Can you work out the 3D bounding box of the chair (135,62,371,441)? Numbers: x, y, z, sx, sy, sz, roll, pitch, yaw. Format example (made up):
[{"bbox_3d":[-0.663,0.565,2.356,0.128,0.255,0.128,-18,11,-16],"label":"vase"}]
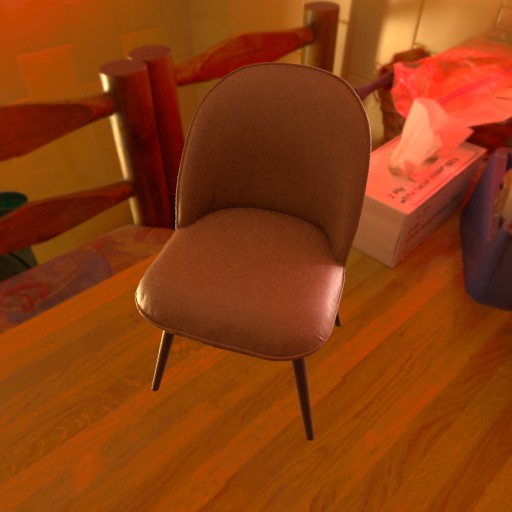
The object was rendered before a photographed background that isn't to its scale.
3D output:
[{"bbox_3d":[0.000,0.000,1.227,0.521,0.831,0.631,13,45,13],"label":"chair"}]
